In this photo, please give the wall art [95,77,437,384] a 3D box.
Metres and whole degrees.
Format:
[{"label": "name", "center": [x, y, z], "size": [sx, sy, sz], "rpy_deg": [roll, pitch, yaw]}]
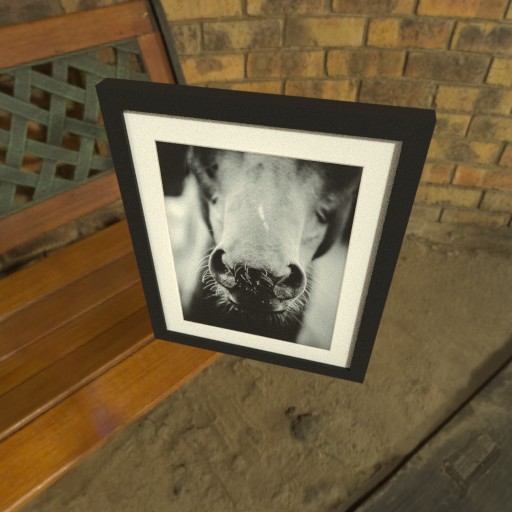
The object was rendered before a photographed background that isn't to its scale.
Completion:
[{"label": "wall art", "center": [0.000, 0.000, 0.771], "size": [0.457, 0.559, 0.033], "rpy_deg": [10, 42, 11]}]
